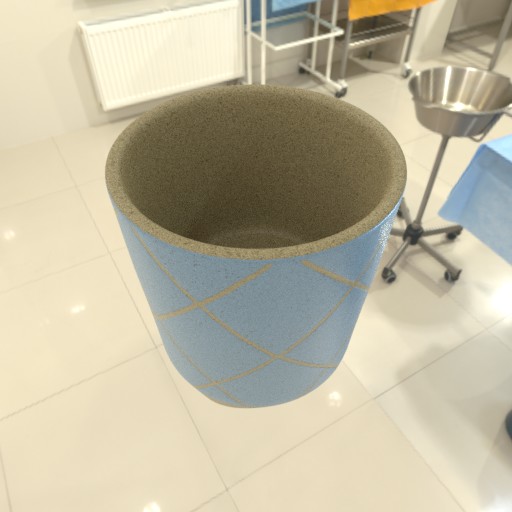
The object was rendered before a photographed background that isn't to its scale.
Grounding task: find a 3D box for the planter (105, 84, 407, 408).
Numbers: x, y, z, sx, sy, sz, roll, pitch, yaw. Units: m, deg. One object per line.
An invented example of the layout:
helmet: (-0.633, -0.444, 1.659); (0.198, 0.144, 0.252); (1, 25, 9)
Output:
planter: (0.000, 0.000, 0.425); (0.227, 0.235, 0.227); (0, 47, 0)
